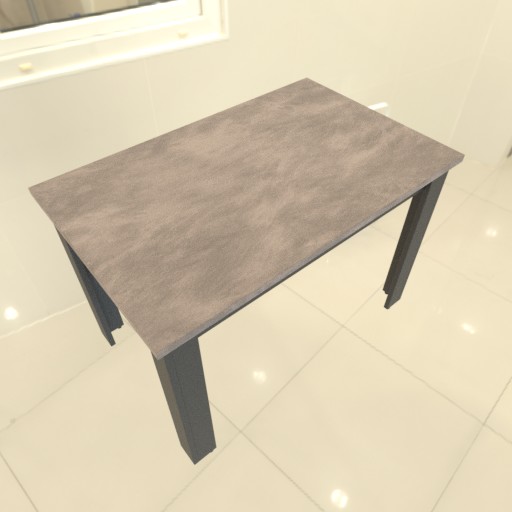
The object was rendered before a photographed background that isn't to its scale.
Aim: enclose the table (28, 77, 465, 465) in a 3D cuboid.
[{"bbox_3d":[0.000,0.000,1.578,1.100,0.734,0.700,-31,54,-26],"label":"table"}]
